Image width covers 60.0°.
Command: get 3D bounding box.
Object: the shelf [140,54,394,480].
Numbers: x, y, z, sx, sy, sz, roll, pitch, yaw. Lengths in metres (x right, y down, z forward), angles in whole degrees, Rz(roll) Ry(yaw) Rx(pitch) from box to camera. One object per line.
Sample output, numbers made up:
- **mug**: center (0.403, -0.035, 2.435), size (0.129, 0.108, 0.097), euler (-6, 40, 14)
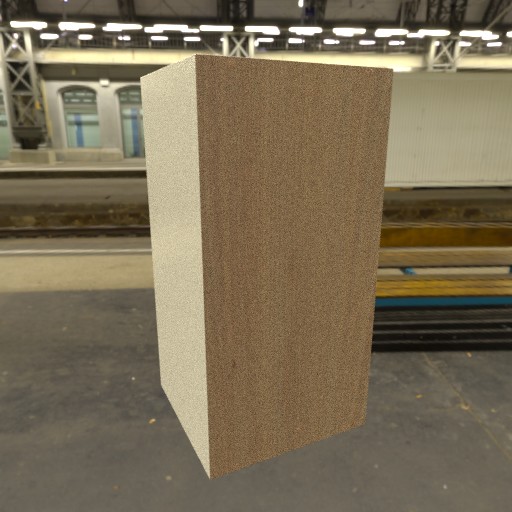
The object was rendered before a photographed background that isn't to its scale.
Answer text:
- **shelf**: center (0.000, 0.000, 0.776), size (0.297, 0.594, 0.290), euler (-8, 18, -25)
